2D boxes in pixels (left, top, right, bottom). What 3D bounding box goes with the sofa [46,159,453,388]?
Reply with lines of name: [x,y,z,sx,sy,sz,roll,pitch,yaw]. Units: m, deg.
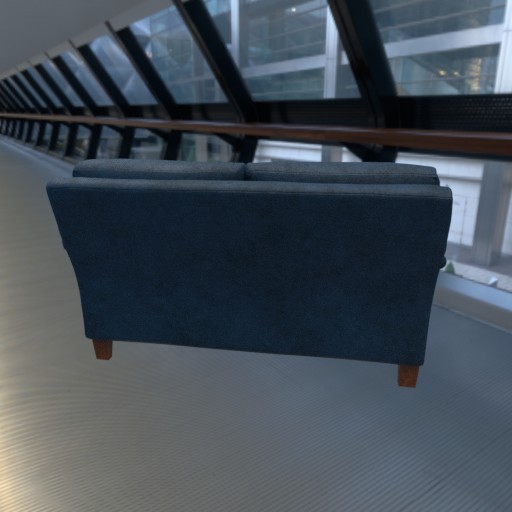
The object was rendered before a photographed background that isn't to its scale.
sofa: [0.000,0.000,2.508,1.853,1.101,1.084,3,17,9]
